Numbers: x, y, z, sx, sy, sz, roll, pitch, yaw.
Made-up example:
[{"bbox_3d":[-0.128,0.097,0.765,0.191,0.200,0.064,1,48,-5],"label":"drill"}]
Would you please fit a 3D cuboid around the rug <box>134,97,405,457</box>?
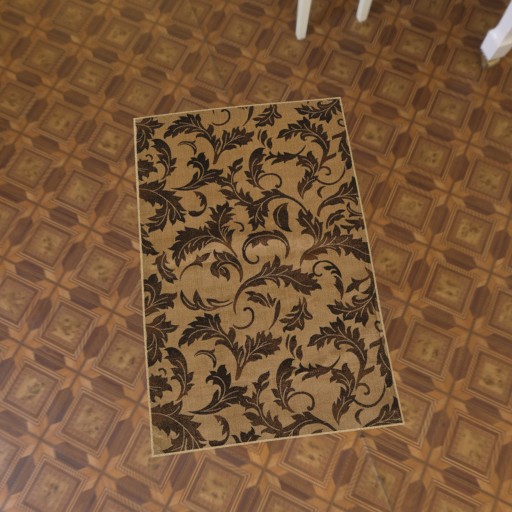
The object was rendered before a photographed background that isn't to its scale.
[{"bbox_3d":[0.000,0.000,2.925,1.522,0.008,2.284,-7,75,-2],"label":"rug"}]
